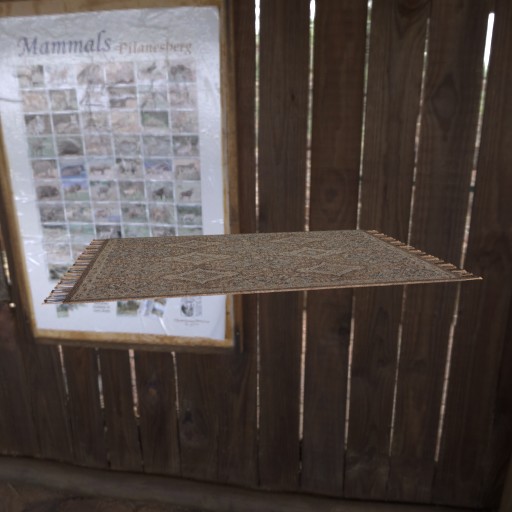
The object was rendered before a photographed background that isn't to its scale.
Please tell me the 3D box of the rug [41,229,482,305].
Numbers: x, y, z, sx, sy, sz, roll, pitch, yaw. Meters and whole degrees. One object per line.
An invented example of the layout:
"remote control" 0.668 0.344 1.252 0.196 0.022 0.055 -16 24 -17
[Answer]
"rug" 0.000 0.000 3.119 2.434 0.010 1.516 -3 15 -10
